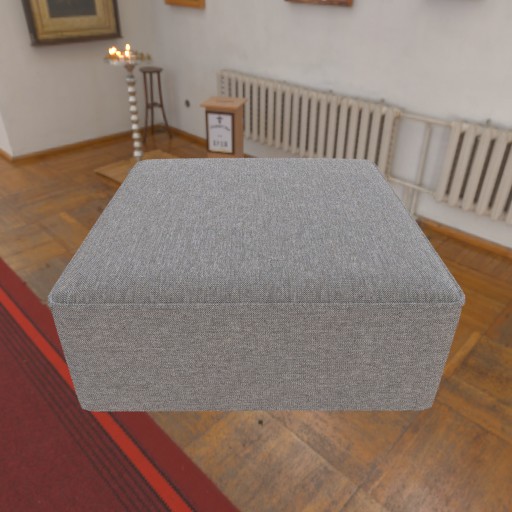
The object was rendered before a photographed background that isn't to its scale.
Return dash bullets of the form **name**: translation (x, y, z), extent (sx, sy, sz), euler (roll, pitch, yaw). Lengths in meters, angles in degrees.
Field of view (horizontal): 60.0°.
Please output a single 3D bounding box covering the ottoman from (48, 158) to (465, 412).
- **ottoman**: translation (0.000, 0.000, 1.541), extent (1.005, 0.455, 1.005), euler (0, 31, 0)
